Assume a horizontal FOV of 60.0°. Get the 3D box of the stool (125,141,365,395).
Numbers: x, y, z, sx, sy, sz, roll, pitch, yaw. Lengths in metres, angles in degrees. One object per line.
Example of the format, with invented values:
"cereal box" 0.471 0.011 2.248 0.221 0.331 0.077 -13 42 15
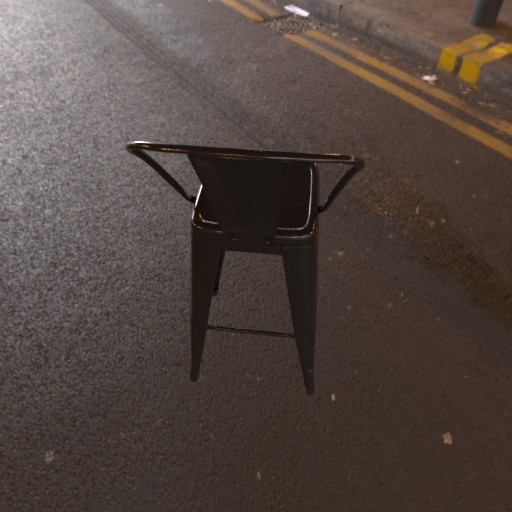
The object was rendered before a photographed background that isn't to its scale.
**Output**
"stool" 0.000 0.000 1.242 0.432 1.022 0.528 5 47 5
